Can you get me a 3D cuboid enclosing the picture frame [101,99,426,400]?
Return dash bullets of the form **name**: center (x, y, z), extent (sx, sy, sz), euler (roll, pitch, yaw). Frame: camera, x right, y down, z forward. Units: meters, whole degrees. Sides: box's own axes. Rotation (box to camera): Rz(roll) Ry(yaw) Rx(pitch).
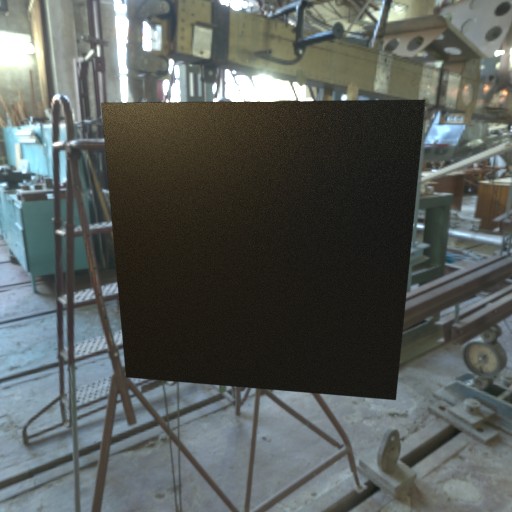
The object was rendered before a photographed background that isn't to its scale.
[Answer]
- **picture frame**: center (0.000, 0.000, 0.846), extent (0.559, 0.557, 0.029), euler (2, 16, 8)
